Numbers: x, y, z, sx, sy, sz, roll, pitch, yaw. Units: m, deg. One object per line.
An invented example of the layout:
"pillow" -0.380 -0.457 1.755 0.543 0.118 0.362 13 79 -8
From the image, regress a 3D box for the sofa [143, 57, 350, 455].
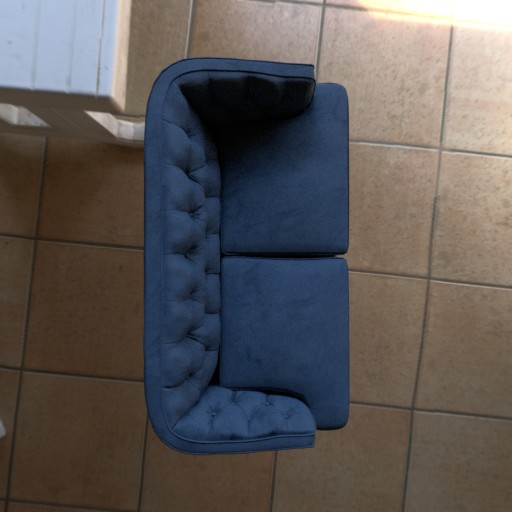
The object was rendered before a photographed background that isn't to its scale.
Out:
"sofa" 0.000 0.000 2.234 0.941 0.854 1.733 0 90 0
